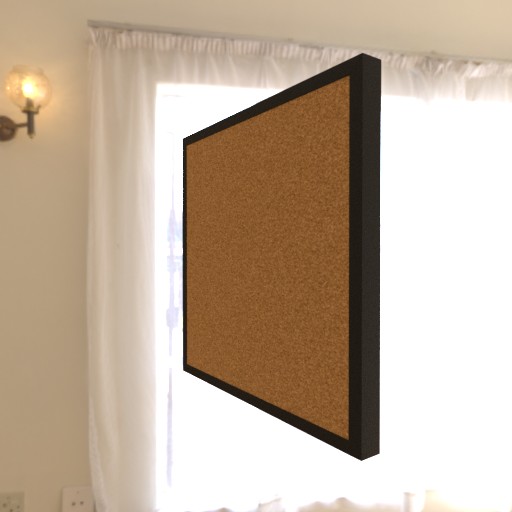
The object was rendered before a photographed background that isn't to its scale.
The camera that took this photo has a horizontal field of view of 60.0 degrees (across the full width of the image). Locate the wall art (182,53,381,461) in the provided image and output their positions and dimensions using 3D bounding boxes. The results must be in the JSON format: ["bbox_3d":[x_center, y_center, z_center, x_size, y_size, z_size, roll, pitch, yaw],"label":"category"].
[{"bbox_3d":[0.000,0.000,0.763,0.036,0.503,0.506,-1,1,-35],"label":"wall art"}]
